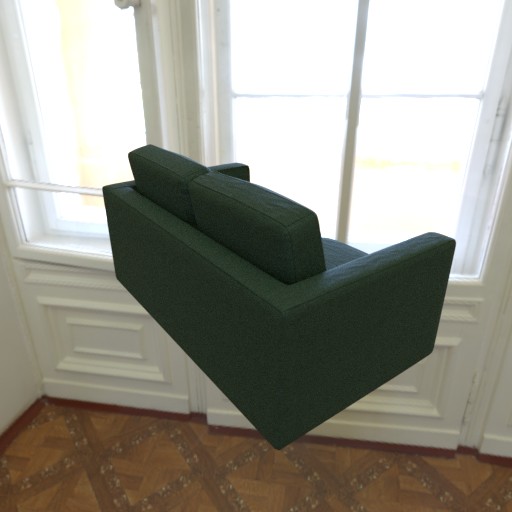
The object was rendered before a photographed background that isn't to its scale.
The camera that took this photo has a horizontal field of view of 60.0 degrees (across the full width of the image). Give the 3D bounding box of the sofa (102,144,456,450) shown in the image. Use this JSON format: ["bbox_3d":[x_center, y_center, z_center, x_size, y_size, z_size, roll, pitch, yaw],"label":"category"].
[{"bbox_3d":[0.000,0.000,2.039,0.879,0.899,1.430,-18,31,-32],"label":"sofa"}]
